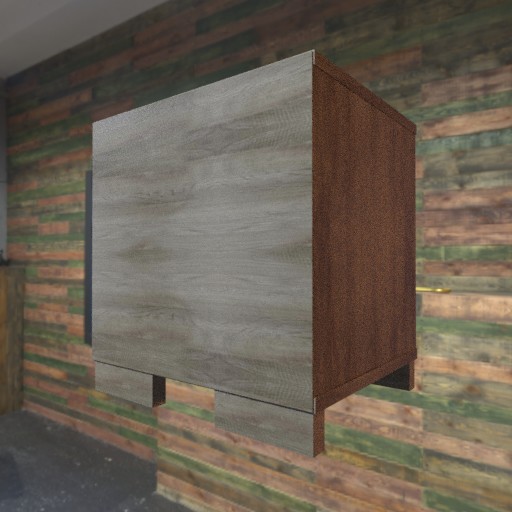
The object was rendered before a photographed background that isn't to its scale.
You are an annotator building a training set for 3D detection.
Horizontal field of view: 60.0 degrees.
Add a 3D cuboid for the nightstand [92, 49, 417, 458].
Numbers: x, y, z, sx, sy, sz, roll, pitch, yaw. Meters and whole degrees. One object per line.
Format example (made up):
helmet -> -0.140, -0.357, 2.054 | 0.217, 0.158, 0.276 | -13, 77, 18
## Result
nightstand -> 0.000, 0.000, 0.748 | 0.427, 0.448, 0.347 | 0, -1, 38
